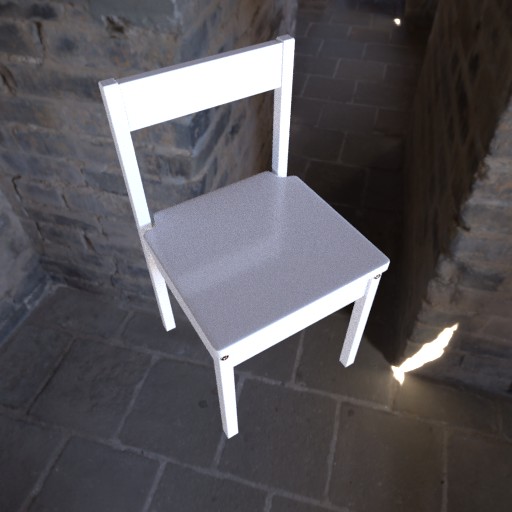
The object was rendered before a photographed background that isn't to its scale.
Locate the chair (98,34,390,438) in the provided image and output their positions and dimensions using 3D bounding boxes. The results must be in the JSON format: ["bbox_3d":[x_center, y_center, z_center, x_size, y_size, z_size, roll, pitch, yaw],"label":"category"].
[{"bbox_3d":[0.000,0.000,0.889,0.367,0.668,0.361,-24,52,-21],"label":"chair"}]
